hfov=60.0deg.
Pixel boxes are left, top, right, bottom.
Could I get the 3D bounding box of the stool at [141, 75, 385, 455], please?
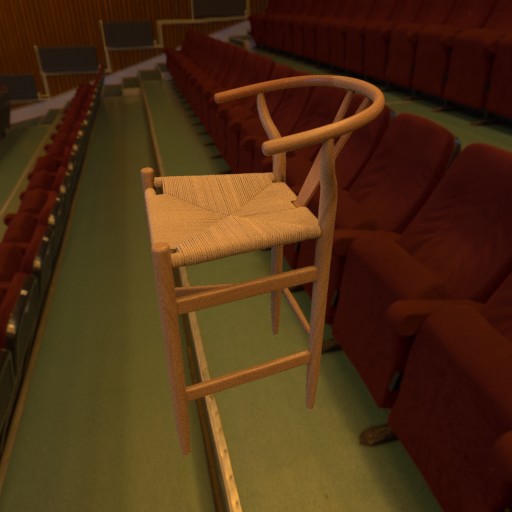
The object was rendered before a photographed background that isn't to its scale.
[{"bbox_3d":[0.000,0.000,1.271,0.575,0.923,0.536,-8,31,-13],"label":"stool"}]
